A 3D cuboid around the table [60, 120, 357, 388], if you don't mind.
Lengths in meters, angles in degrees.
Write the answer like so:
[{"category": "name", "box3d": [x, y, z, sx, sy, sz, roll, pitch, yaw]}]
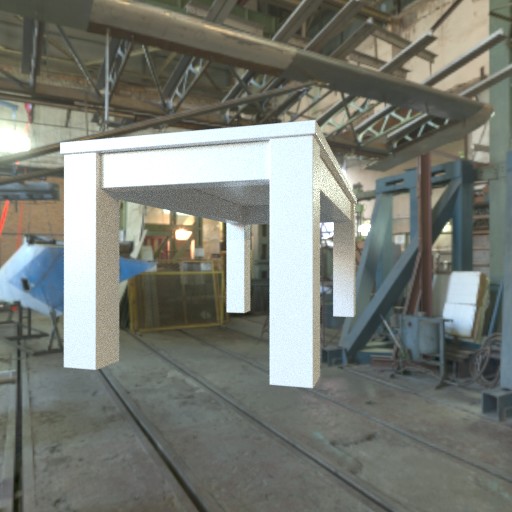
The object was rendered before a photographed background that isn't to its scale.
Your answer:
[{"category": "table", "box3d": [0.000, 0.000, 2.288, 0.900, 0.790, 1.800, 0, 0, 17]}]
